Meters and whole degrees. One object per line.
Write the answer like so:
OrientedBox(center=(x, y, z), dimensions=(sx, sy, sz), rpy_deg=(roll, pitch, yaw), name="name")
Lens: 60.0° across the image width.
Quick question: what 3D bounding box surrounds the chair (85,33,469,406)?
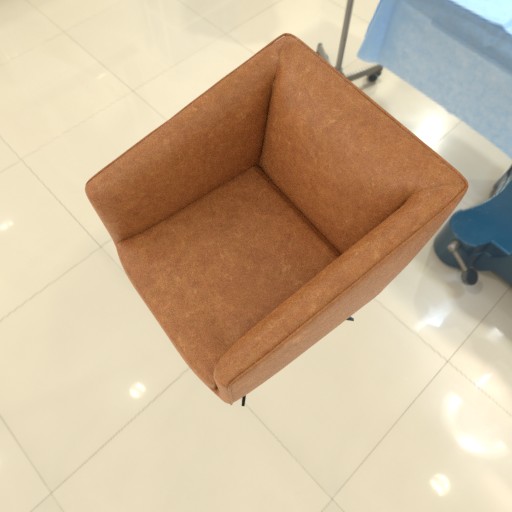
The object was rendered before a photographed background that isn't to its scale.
OrientedBox(center=(0.000, 0.000, 1.208), dimensions=(0.625, 0.760, 0.588), rpy_deg=(-34, 68, -16), name="chair")
